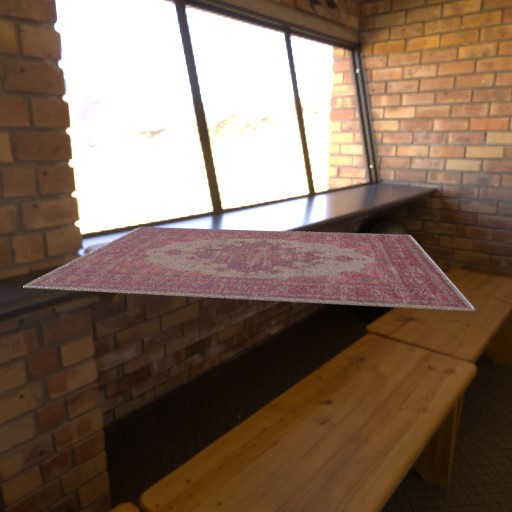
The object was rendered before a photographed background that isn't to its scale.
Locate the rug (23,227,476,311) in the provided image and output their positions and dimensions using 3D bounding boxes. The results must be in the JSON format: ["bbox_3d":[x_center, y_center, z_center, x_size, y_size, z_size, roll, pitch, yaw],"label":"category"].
[{"bbox_3d":[0.000,0.000,3.726,2.878,0.014,2.005,2,15,8],"label":"rug"}]
